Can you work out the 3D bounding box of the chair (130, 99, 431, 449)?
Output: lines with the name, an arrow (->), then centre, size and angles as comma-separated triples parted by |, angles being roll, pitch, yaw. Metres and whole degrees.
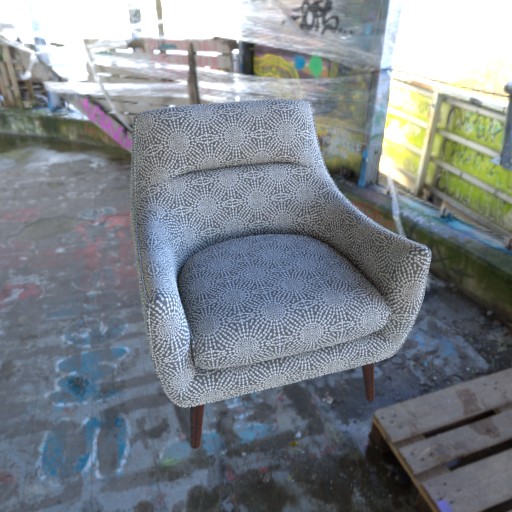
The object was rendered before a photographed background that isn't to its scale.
chair -> 0.000, 0.000, 1.458 | 0.762, 0.838, 0.787 | -9, 33, -15
